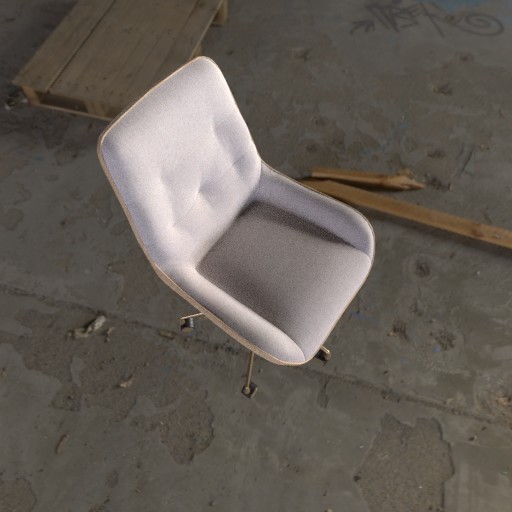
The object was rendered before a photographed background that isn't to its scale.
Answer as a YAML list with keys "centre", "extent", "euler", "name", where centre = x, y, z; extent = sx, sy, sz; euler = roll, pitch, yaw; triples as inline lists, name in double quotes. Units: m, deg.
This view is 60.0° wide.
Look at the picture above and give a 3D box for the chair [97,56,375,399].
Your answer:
- centre: [0.000, 0.000, 1.363]
  extent: [0.668, 0.952, 0.564]
  euler: [32, 65, 17]
  name: "chair"
